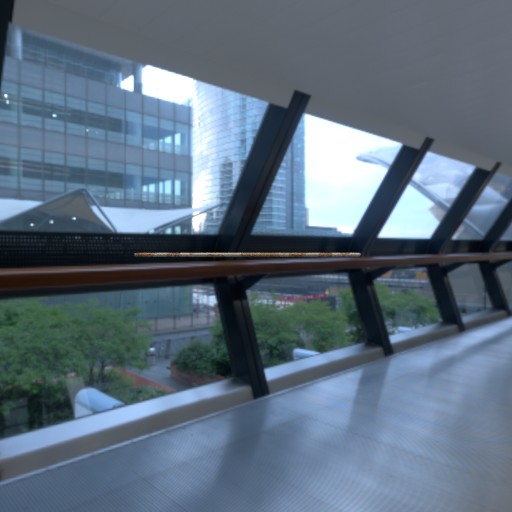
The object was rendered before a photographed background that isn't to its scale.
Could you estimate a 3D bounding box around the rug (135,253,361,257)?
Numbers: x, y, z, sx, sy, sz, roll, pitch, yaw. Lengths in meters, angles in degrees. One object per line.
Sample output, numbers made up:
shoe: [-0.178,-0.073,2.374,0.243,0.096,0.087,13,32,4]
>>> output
rug: [0.000,0.000,2.679,0.750,0.011,2.435,0,0,1]
